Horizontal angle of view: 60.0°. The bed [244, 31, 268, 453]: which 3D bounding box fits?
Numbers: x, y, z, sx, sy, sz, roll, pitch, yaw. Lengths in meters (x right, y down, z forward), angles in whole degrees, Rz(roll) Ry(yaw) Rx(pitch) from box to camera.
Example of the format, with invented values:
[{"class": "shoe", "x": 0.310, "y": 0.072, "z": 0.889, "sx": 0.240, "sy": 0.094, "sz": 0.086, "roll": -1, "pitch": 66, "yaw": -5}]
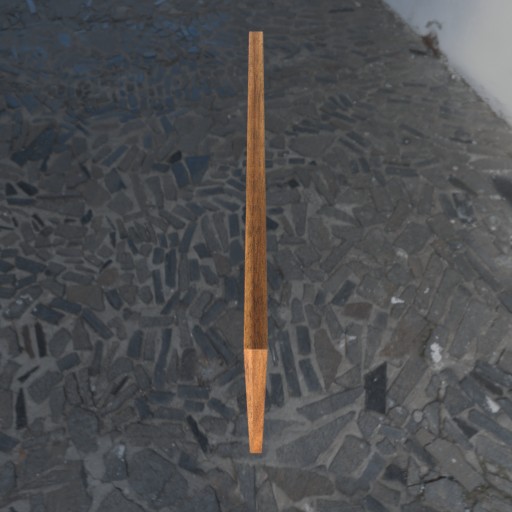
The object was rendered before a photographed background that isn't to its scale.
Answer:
[{"class": "bed", "x": 0.000, "y": 0.000, "z": 1.467, "sx": 0.043, "sy": 0.940, "sz": 1.041, "roll": 0, "pitch": 56, "yaw": 0}]
